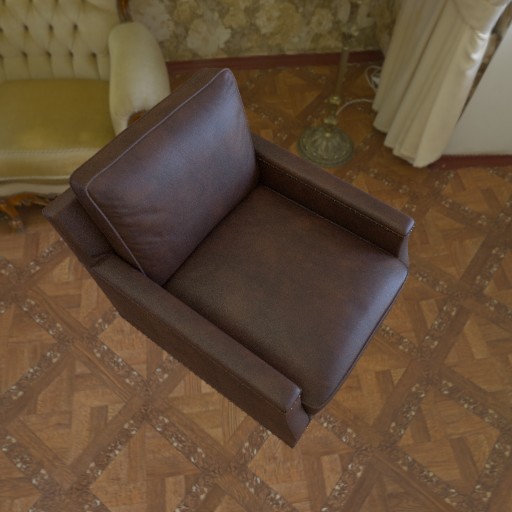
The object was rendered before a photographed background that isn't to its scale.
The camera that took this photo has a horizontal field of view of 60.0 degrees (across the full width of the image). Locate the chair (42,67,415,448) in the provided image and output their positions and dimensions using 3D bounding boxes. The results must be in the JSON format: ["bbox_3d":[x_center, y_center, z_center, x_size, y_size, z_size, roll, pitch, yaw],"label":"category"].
[{"bbox_3d":[0.000,0.000,1.651,1.014,0.929,0.853,32,64,18],"label":"chair"}]
